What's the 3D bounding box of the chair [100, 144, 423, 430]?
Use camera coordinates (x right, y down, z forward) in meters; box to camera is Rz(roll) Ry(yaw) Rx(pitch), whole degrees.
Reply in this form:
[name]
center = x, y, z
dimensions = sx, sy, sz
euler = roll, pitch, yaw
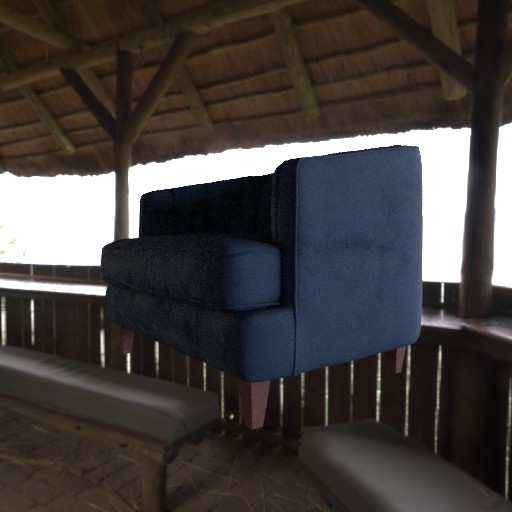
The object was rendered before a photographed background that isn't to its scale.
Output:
[chair]
center = 0.000, 0.000, 1.734
dimensions = 0.940, 0.852, 1.094
euler = -1, 2, -36
